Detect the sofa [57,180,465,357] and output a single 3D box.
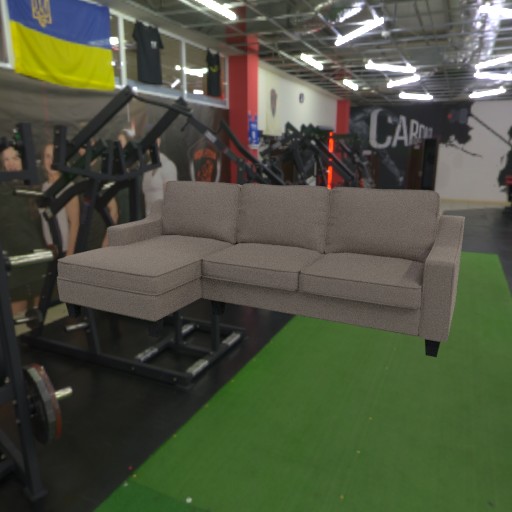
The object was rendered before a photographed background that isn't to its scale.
[{"bbox_3d":[0.000,0.000,3.104,2.561,0.928,1.294,7,15,26],"label":"sofa"}]
